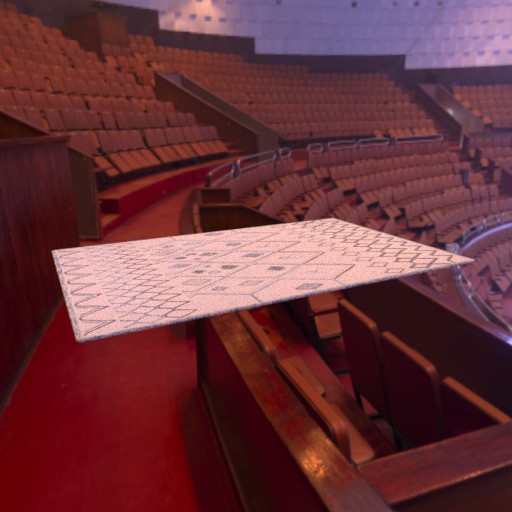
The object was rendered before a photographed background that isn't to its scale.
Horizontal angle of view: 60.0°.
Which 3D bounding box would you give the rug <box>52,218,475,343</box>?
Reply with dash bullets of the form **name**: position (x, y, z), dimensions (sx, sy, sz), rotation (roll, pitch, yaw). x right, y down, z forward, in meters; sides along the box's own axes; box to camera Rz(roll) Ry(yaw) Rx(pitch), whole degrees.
- **rug**: position (0.000, 0.000, 2.995), dimensions (2.439, 0.015, 1.524), rotation (-8, 19, -26)
